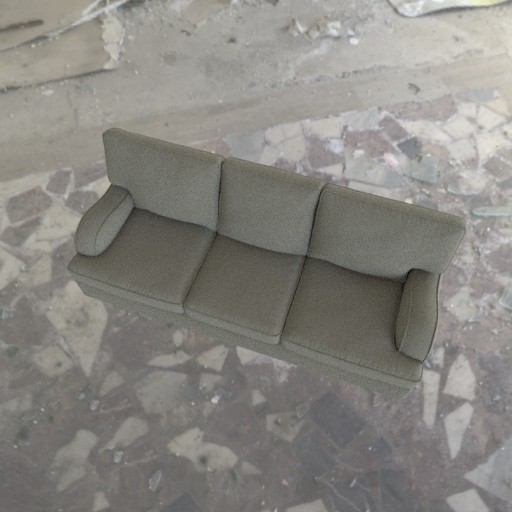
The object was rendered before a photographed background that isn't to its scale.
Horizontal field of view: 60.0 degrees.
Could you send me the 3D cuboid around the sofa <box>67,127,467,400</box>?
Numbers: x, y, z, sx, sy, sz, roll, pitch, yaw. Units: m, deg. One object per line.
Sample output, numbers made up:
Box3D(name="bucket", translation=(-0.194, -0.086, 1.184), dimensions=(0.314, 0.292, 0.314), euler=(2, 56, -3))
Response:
Box3D(name="sofa", translation=(0.000, 0.000, 2.909), dimensions=(2.323, 0.997, 1.016), euler=(16, 58, 10))
